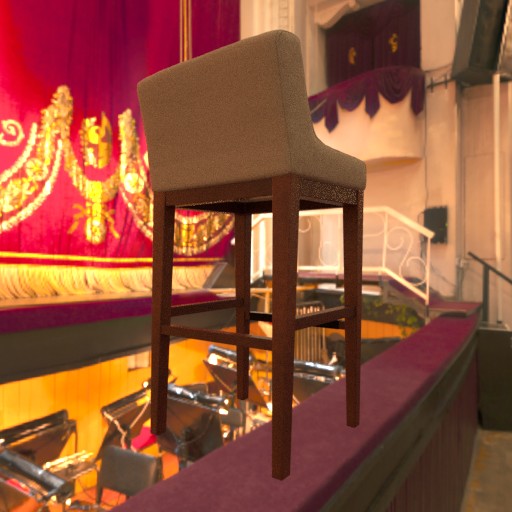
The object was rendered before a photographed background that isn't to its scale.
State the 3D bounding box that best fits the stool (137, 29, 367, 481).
[{"bbox_3d":[0.000,0.000,1.310,0.511,1.037,0.500,0,0,37],"label":"stool"}]
